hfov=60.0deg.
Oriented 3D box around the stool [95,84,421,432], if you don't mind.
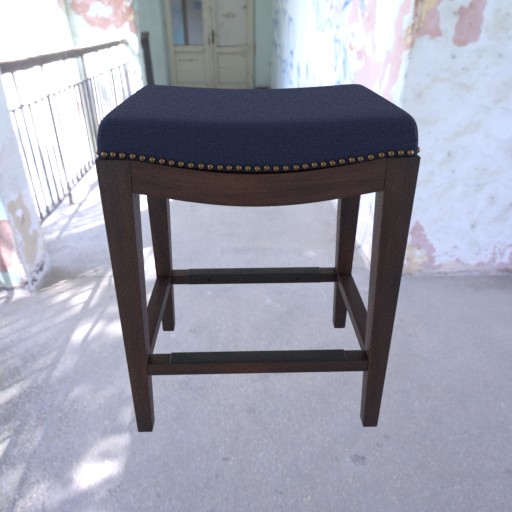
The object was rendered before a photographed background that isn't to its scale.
[{"bbox_3d":[0.000,0.000,0.931,0.500,0.642,0.361,-1,29,-1],"label":"stool"}]
